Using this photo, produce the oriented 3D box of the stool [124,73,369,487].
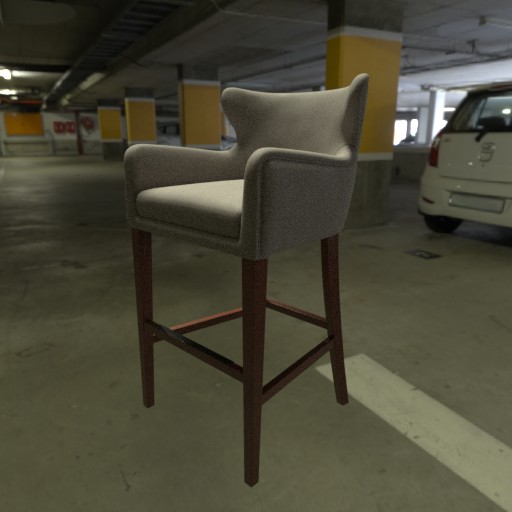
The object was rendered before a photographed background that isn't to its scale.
[{"bbox_3d":[0.000,0.000,1.392,0.575,1.047,0.575,15,21,43],"label":"stool"}]
